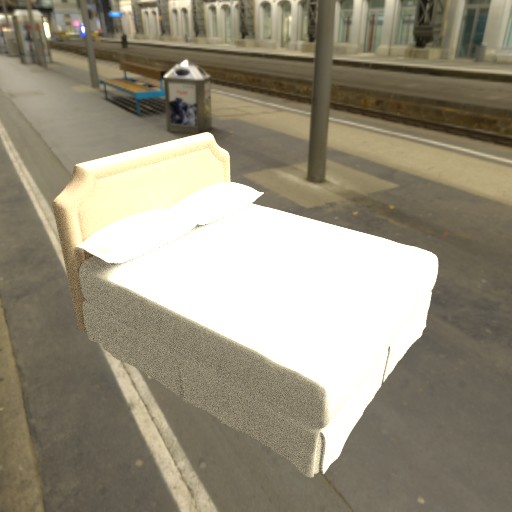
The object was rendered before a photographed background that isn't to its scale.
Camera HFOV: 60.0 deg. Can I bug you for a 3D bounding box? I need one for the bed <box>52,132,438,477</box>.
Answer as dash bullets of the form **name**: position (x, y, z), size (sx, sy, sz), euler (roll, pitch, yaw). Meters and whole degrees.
- **bed**: position (0.000, 0.000, 3.790), size (2.548, 1.524, 2.134), euler (19, 33, 32)
